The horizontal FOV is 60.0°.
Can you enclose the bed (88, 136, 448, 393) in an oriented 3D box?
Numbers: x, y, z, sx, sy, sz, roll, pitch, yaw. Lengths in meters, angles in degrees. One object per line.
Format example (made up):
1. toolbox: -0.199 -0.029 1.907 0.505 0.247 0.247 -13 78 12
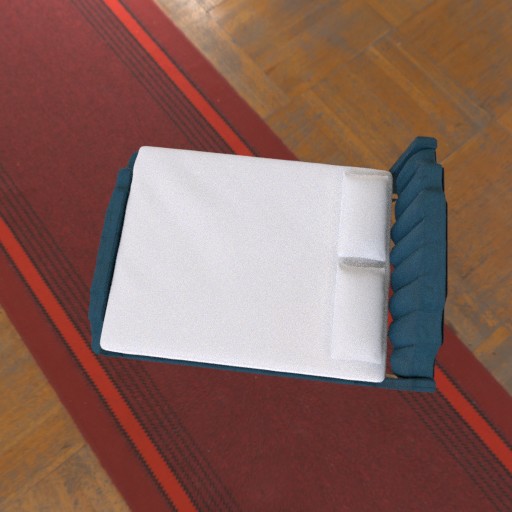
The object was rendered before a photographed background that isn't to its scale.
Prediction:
1. bed: 0.000 0.000 3.295 2.322 1.351 1.676 6 75 2
